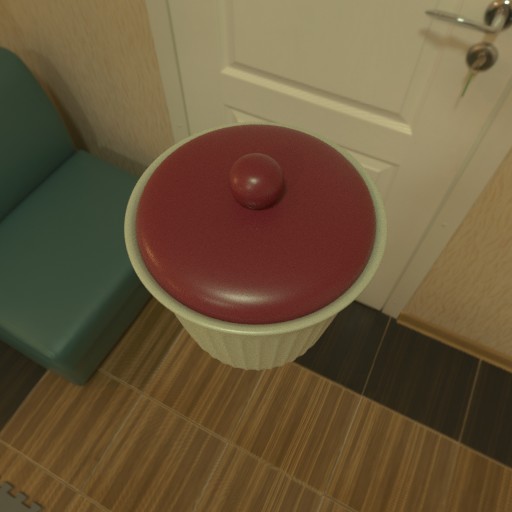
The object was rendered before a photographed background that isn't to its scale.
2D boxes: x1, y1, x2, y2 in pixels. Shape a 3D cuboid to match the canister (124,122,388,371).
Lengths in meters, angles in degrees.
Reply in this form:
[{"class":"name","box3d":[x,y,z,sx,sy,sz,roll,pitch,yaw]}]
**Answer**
[{"class":"canister","box3d":[0.000,0.000,0.357,0.181,0.211,0.181,0,58,0]}]
